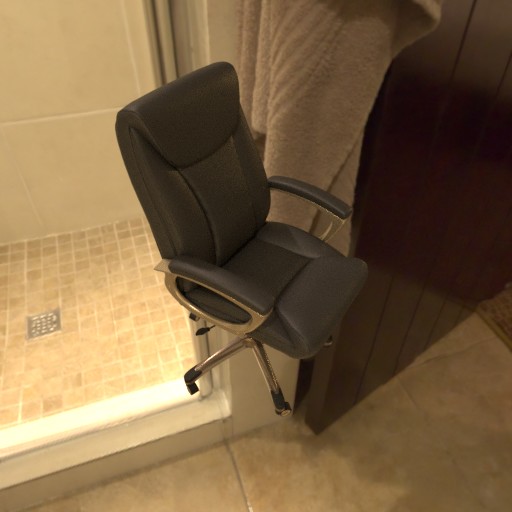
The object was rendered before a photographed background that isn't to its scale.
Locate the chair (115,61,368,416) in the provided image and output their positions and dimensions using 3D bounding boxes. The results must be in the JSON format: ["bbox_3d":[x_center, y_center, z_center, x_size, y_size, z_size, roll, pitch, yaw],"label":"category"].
[{"bbox_3d":[0.000,0.000,1.650,0.748,1.188,0.694,24,48,24],"label":"chair"}]
